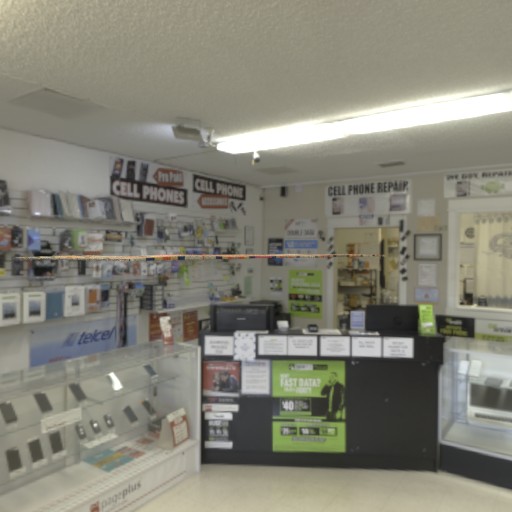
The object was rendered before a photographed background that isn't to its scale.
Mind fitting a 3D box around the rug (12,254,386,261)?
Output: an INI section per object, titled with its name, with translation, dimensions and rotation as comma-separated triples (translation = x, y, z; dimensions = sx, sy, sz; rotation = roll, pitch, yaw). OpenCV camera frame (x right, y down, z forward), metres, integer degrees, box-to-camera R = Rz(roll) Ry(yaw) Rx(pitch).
[rug]
translation = 0.000, 0.000, 2.585
dimensions = 0.695, 0.017, 2.455
rotation = 0, 1, 37
